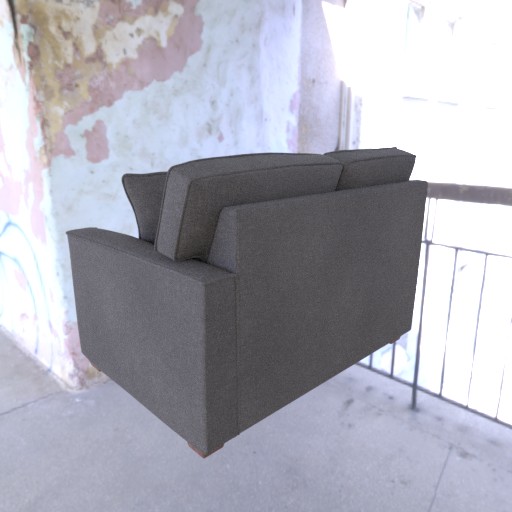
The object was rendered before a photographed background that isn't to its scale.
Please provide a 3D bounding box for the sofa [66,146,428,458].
[{"bbox_3d":[0.000,0.000,2.084,1.388,0.989,0.991,-14,21,-42],"label":"sofa"}]
